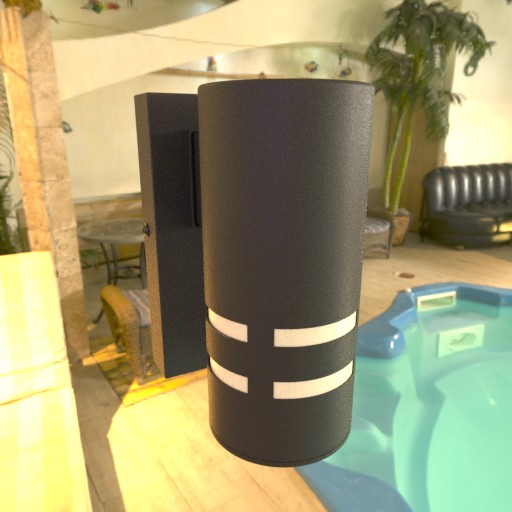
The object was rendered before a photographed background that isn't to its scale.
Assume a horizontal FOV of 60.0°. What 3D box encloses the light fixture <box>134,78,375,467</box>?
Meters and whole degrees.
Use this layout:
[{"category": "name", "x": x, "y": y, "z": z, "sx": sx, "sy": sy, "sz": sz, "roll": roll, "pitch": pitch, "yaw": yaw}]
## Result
[{"category": "light fixture", "x": 0.000, "y": 0.000, "z": 0.254, "sx": 0.098, "sy": 0.179, "sz": 0.138, "roll": -9, "pitch": 19, "yaw": -27}]
